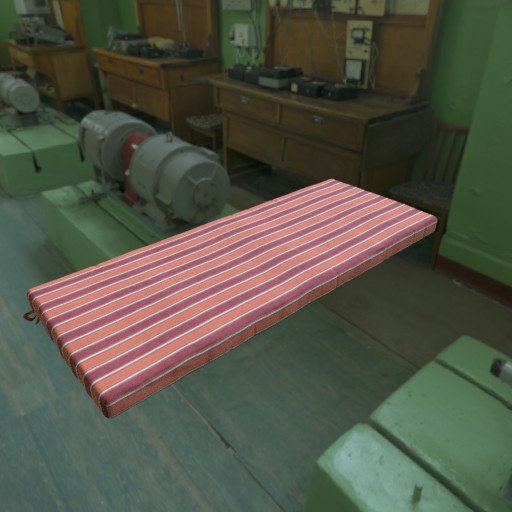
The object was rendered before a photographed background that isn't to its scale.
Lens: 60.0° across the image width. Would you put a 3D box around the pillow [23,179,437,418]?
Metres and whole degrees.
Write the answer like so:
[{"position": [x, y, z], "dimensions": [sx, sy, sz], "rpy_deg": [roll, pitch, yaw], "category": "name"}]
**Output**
[{"position": [0.000, 0.000, 1.282], "dimensions": [1.187, 0.081, 0.492], "rpy_deg": [-24, 39, -34], "category": "pillow"}]
